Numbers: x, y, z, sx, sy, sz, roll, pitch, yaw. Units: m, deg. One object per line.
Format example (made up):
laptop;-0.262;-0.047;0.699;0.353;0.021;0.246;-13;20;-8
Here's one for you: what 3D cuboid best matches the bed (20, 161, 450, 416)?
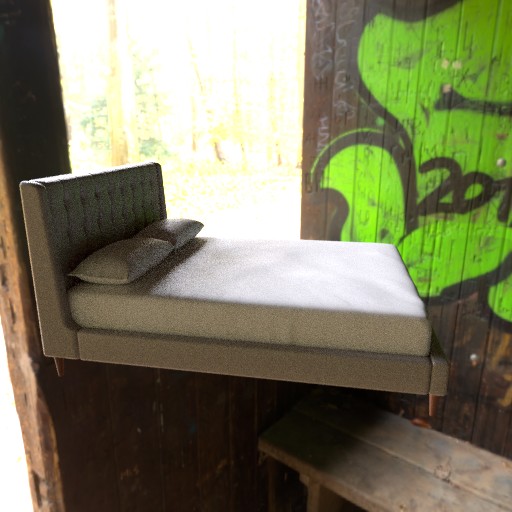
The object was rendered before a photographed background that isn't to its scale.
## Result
bed;0.000;0.000;3.049;2.232;1.147;1.656;3;16;10
